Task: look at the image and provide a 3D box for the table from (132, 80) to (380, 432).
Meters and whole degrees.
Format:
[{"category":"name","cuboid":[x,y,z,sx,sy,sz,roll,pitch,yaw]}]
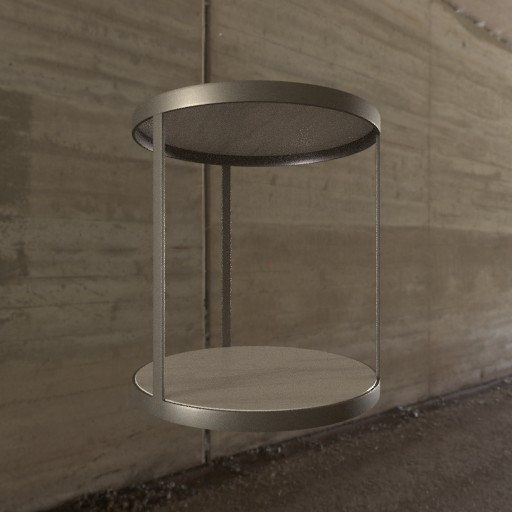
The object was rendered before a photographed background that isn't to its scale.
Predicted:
[{"category":"table","cuboid":[0.000,0.000,0.824,0.445,0.479,0.445,0,0,0]}]
